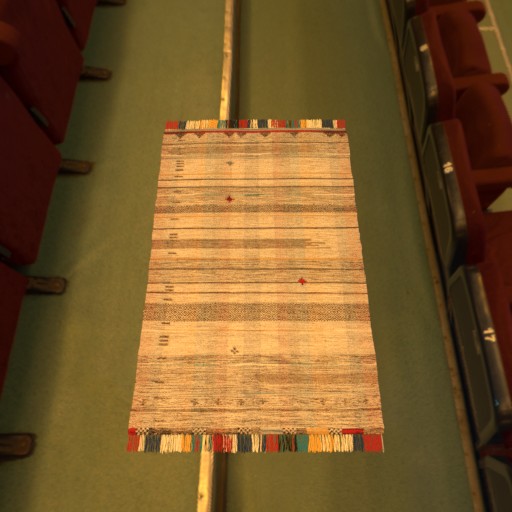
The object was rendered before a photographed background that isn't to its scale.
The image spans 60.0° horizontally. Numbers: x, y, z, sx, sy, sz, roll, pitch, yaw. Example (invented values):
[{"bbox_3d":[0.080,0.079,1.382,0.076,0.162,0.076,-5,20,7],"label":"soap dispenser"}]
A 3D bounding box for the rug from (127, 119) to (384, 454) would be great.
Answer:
[{"bbox_3d":[0.000,0.000,3.016,1.465,0.012,2.465,0,64,0],"label":"rug"}]
